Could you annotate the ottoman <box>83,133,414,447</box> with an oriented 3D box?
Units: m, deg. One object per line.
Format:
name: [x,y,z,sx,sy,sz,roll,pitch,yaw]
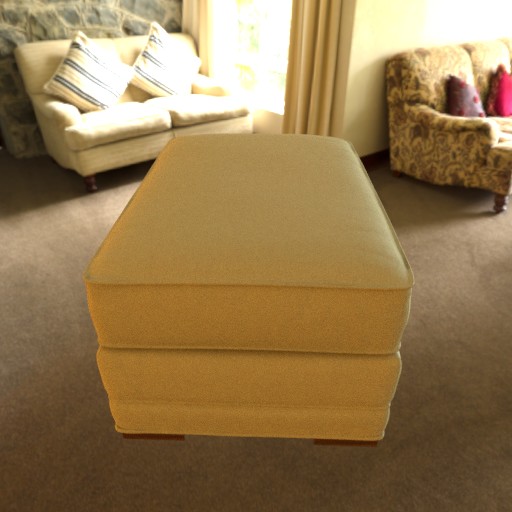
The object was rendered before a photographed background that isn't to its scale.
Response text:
ottoman: [0.000,0.000,1.196,0.611,0.482,0.848,1,32,2]
